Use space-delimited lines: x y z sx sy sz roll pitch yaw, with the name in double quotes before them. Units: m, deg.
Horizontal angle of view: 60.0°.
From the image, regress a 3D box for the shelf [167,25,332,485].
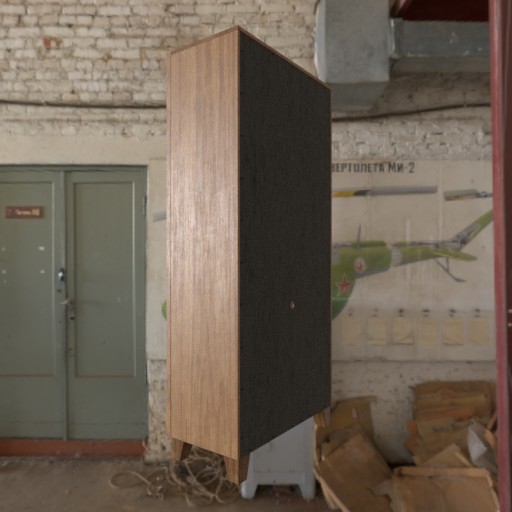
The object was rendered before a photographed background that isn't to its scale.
"shelf" 0.000 0.000 2.333 0.453 1.930 0.864 0 0 37
